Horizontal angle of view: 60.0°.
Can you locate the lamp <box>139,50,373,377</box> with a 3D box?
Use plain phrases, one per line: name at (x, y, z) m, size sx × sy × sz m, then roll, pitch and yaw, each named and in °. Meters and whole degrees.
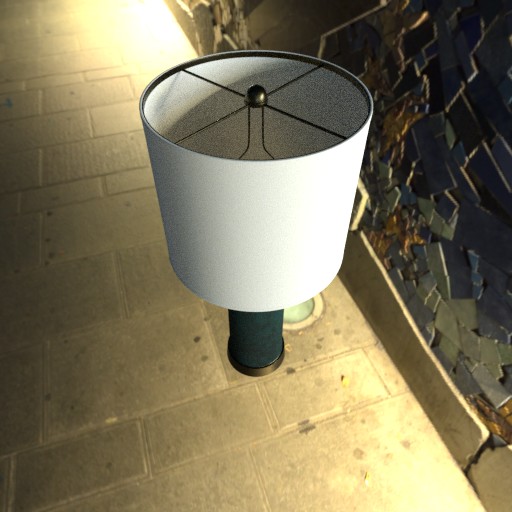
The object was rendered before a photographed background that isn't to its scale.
lamp at (0.000, 0.000, 0.795) m, size 0.301 × 0.630 × 0.301 m, roll -2°, pitch 46°, yaw -2°
